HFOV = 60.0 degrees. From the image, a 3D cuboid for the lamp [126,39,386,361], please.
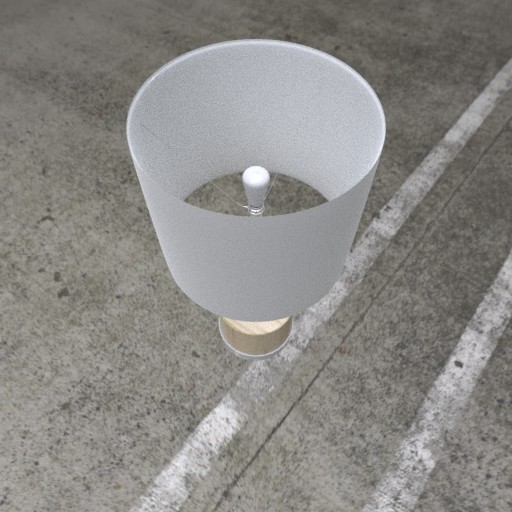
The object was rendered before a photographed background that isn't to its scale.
[{"bbox_3d":[0.000,0.000,0.590,0.229,0.470,0.229,34,64,19],"label":"lamp"}]
